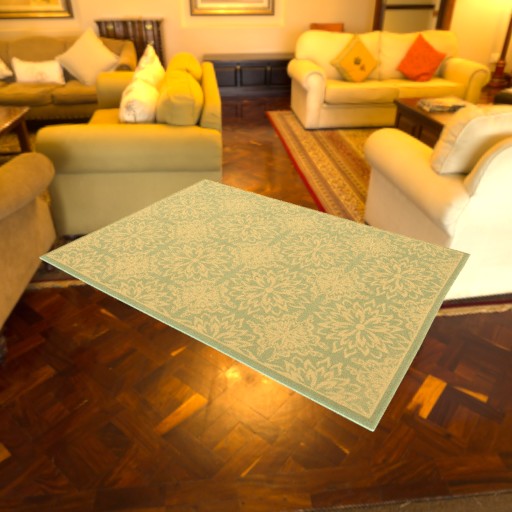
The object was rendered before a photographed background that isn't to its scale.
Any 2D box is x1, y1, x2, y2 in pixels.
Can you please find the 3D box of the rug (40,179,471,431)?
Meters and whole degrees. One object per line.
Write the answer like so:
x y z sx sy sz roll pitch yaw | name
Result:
0.000 0.000 2.788 2.205 0.014 1.589 20 37 29 | rug
